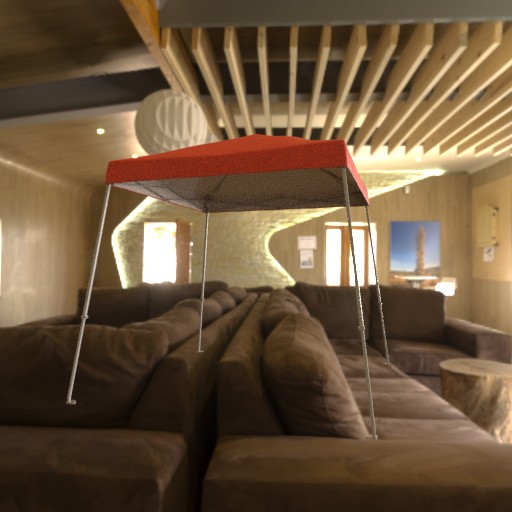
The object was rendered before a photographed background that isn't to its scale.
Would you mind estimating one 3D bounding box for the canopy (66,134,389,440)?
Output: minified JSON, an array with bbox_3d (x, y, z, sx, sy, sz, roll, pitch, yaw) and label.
[{"bbox_3d":[0.000,0.000,5.142,2.849,2.850,2.850,-1,-2,19],"label":"canopy"}]
